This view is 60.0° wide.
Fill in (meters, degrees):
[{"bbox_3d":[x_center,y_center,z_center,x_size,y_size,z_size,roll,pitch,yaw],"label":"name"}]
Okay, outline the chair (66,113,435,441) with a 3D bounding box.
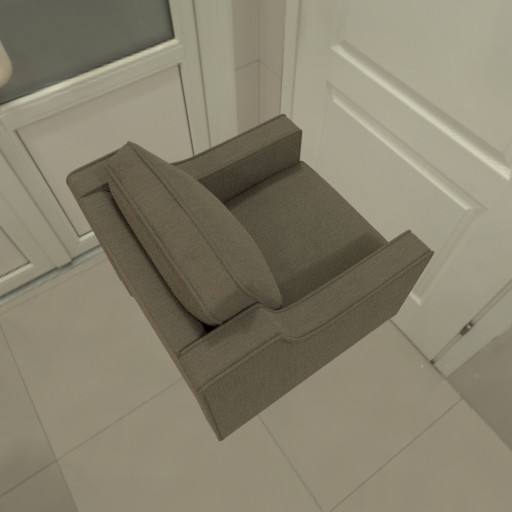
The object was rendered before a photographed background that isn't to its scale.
[{"bbox_3d":[0.000,0.000,1.645,0.909,0.960,0.831,-31,63,-18],"label":"chair"}]
